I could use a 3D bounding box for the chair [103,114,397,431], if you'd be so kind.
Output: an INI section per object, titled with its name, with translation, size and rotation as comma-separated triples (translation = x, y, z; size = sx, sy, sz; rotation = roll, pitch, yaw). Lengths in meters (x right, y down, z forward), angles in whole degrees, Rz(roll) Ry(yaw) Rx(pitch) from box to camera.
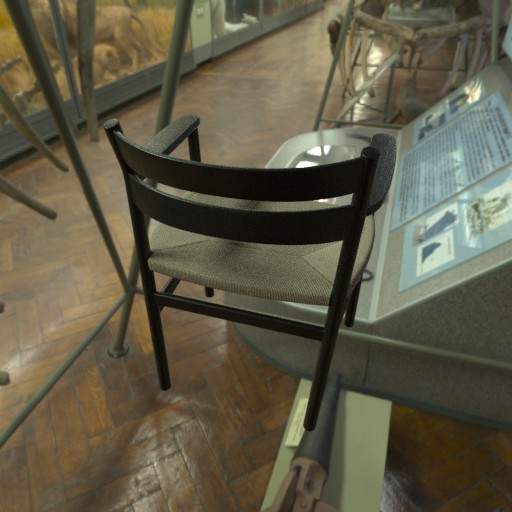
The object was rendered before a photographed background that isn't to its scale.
[chair]
translation = 0.000, 0.000, 1.201
size = 0.630, 0.775, 0.508
rotation = 10, 35, 15
